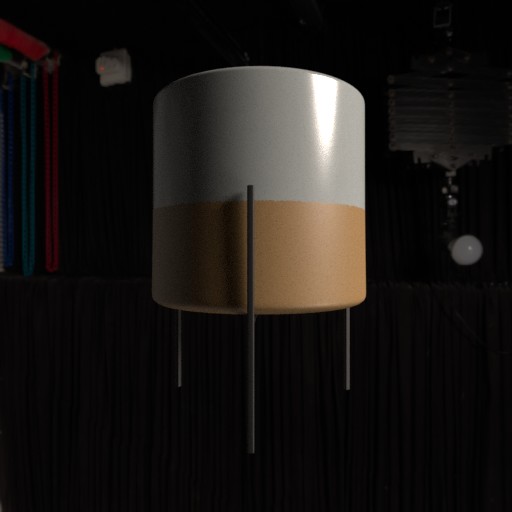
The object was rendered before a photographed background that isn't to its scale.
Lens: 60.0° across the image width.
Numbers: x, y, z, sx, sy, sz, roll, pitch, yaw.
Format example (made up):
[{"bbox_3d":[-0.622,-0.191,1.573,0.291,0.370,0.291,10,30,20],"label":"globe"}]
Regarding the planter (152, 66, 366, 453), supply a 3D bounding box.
[{"bbox_3d":[0.000,0.000,0.645,0.310,0.432,0.310,0,0,19],"label":"planter"}]
